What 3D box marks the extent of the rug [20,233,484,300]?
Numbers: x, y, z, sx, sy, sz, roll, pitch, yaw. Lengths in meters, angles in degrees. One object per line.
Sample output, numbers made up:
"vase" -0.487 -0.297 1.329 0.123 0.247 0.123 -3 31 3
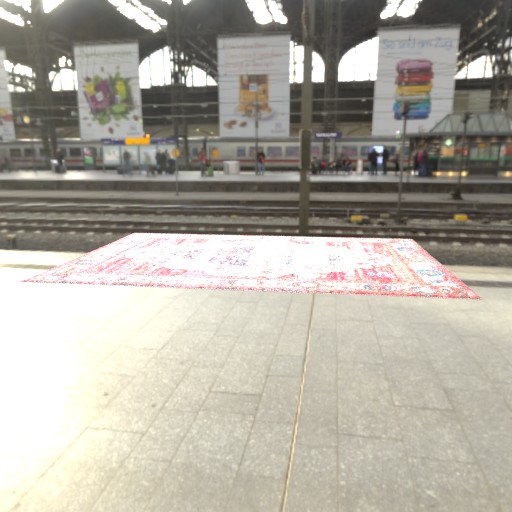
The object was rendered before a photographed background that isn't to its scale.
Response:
"rug" 0.000 0.000 2.314 1.829 0.006 1.219 2 13 7
